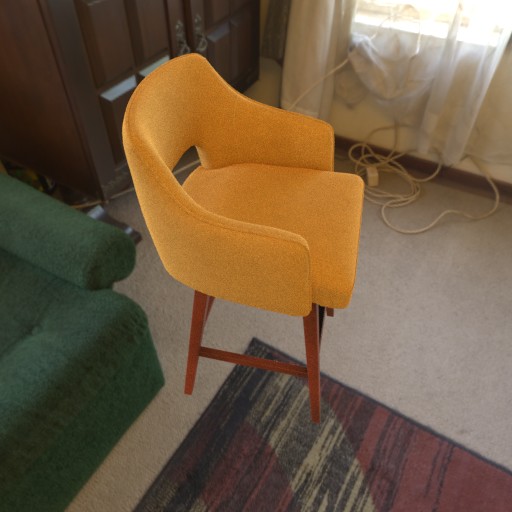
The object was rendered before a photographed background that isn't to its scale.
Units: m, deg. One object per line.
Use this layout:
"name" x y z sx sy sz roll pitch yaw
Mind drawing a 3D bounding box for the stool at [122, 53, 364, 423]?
"stool" 0.000 0.000 1.319 0.558 1.012 0.548 9 47 9
